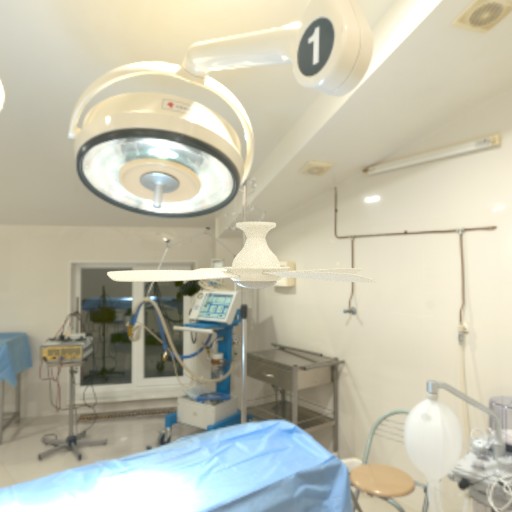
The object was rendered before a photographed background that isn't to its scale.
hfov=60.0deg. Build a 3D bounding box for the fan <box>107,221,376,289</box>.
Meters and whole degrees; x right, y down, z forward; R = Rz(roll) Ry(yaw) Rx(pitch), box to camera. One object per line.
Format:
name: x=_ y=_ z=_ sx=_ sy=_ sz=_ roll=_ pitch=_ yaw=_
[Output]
fan: x=0.000 y=0.000 z=2.590 sx=1.694 sy=0.382 sz=1.693 roll=0 pitch=-1 yaw=-34
